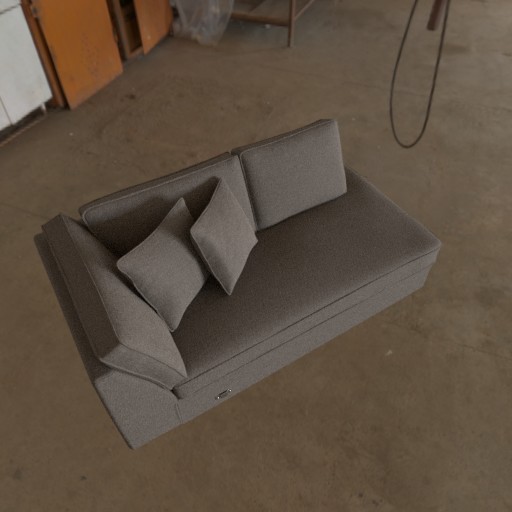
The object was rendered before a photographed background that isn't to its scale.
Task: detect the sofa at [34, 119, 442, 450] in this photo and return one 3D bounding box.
[{"bbox_3d":[0.000,0.000,2.750,2.237,1.033,1.110,-24,51,-21],"label":"sofa"}]
